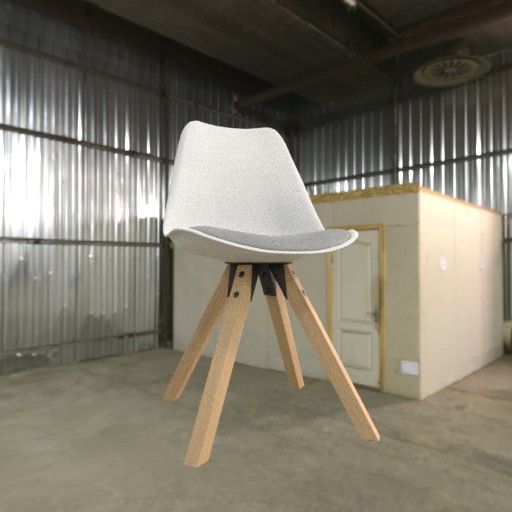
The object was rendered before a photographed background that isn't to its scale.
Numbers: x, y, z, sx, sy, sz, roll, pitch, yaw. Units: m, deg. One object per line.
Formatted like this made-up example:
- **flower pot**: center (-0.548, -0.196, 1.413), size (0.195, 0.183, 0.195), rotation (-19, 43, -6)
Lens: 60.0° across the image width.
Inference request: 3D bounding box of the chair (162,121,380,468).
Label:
- **chair**: center (0.000, 0.000, 1.192), size (0.485, 0.850, 0.550), rotation (0, 0, -18)
